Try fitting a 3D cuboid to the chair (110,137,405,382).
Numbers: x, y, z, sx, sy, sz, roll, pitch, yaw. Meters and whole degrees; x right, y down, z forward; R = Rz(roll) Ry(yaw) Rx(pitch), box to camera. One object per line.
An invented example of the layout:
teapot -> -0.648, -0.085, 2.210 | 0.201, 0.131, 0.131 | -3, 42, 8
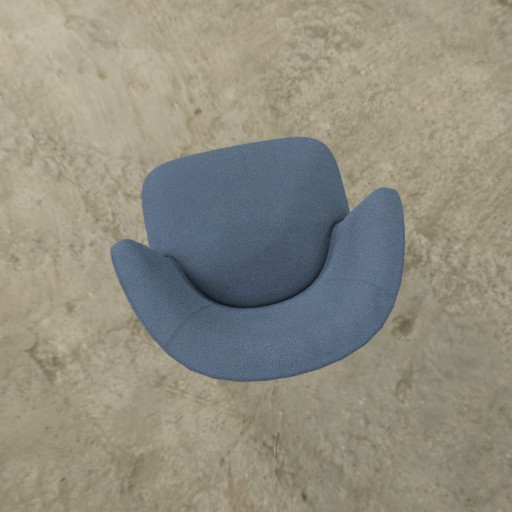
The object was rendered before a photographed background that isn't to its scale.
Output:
chair -> 0.000, 0.000, 1.313 | 0.661, 0.760, 0.702 | -12, 75, -3
